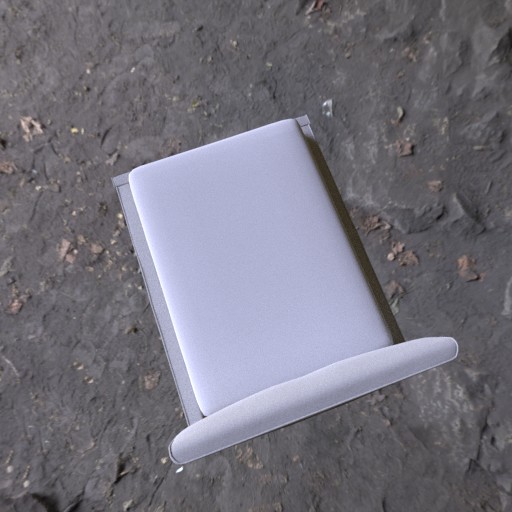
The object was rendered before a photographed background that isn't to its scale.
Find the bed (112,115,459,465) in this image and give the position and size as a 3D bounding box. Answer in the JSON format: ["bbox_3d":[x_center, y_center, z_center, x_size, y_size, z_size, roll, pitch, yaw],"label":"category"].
[{"bbox_3d":[0.000,0.000,3.369,1.840,1.067,2.368,-19,76,-5],"label":"bed"}]
